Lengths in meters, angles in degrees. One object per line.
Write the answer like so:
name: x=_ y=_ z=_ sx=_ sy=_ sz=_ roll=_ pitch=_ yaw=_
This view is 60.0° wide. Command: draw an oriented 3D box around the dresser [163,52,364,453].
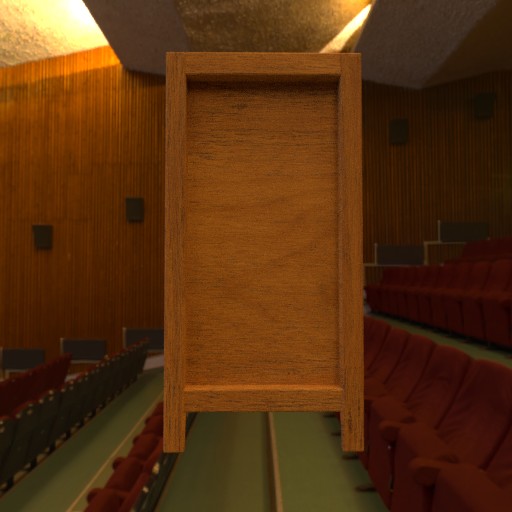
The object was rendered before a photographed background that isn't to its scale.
dresser: x=0.000 y=0.000 z=1.290 sx=0.427 sy=0.804 sz=0.804 roll=0 pitch=-2 yaw=-1
